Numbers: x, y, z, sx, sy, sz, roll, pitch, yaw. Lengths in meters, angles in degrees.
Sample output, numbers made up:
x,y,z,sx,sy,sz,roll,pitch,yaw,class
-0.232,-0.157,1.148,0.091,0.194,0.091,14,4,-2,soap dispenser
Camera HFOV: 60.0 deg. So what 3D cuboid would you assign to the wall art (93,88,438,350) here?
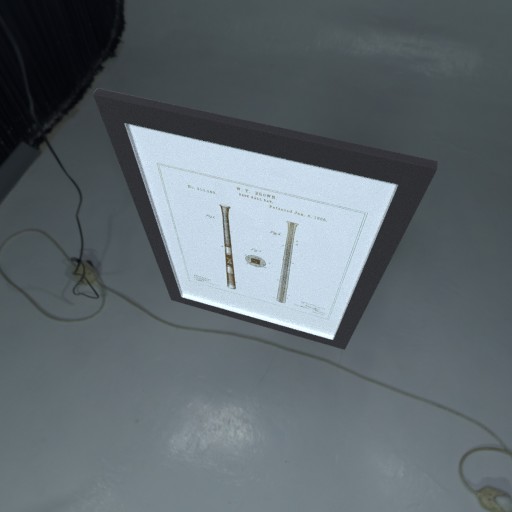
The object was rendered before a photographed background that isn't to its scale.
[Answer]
x,y,z,sx,sy,sz,roll,pitch,yaw,class
0.000,0.000,0.690,0.374,0.529,0.012,15,60,9,wall art
